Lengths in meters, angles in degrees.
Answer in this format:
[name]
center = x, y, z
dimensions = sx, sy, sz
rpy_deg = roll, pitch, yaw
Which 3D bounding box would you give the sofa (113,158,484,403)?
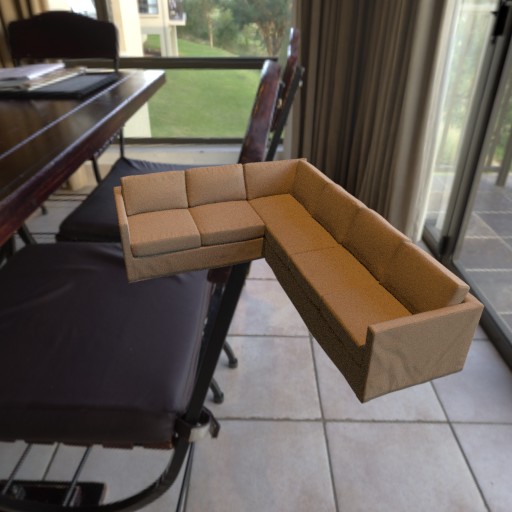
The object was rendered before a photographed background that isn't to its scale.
[sofa]
center = 0.000, 0.000, 4.276
dimensions = 2.432, 0.871, 3.182
rpy_deg = -10, 32, -16
